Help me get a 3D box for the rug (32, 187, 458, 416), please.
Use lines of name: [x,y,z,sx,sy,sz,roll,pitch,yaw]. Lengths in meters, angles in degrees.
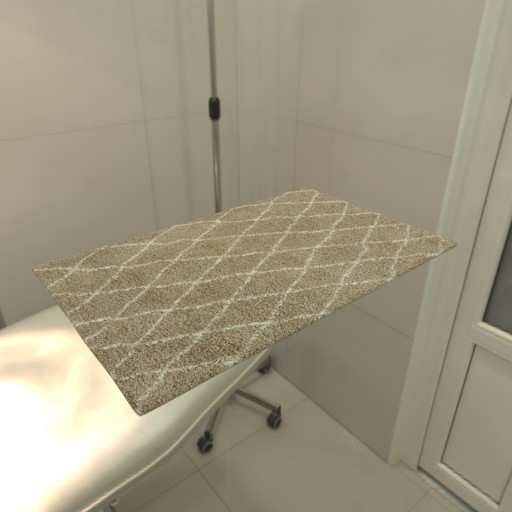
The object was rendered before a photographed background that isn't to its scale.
rug: [0.000,0.000,2.968,2.438,0.030,1.524,-21,35,-34]
